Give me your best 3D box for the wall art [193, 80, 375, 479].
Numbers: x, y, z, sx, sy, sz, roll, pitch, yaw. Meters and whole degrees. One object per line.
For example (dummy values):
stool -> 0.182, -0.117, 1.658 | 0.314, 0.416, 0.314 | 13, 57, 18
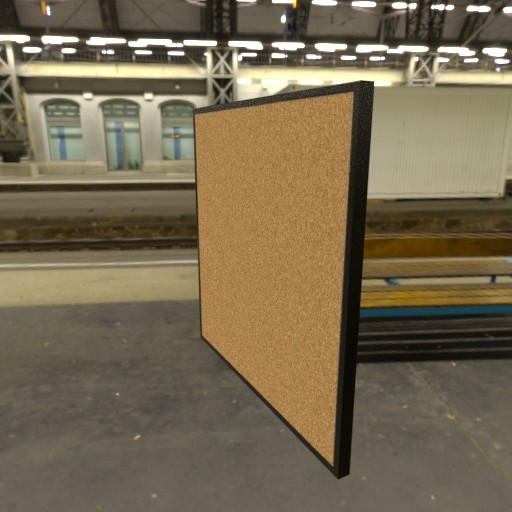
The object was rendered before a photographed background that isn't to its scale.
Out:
wall art -> 0.000, 0.000, 0.521 | 0.014, 0.349, 0.349 | -8, 17, -27
